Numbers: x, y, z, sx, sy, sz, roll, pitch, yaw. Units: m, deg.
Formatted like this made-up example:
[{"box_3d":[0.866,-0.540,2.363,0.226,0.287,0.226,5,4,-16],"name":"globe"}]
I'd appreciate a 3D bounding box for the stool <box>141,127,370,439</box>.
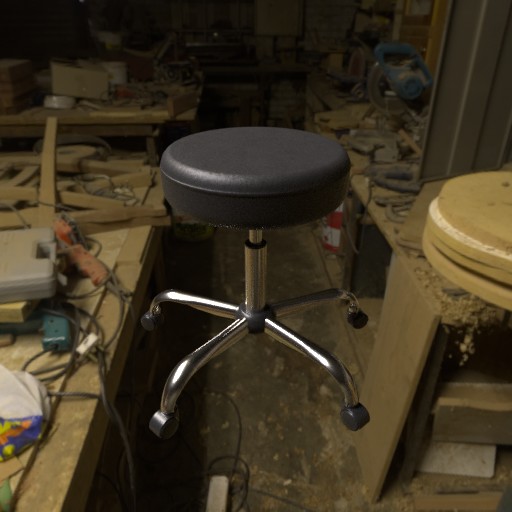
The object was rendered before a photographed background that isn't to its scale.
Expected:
[{"box_3d":[0.000,0.000,1.114,0.673,0.576,0.638,-1,29,-2],"name":"stool"}]
